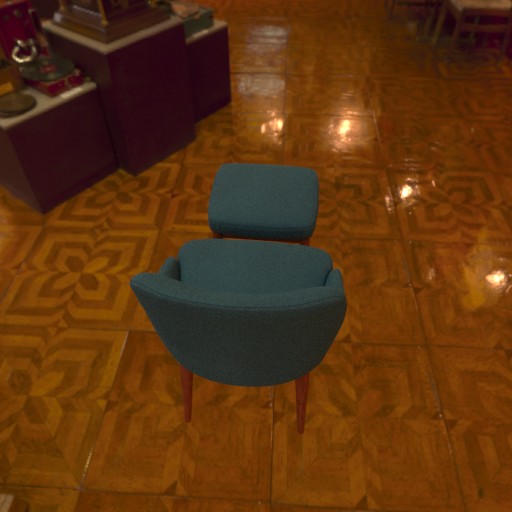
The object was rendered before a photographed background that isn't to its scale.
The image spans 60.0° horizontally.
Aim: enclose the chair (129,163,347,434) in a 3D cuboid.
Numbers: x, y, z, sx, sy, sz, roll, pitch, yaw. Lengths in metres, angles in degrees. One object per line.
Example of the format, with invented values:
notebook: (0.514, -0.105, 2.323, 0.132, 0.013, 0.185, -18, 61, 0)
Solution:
chair: (0.000, 0.000, 1.575, 0.584, 0.866, 1.114, 4, 47, 4)
